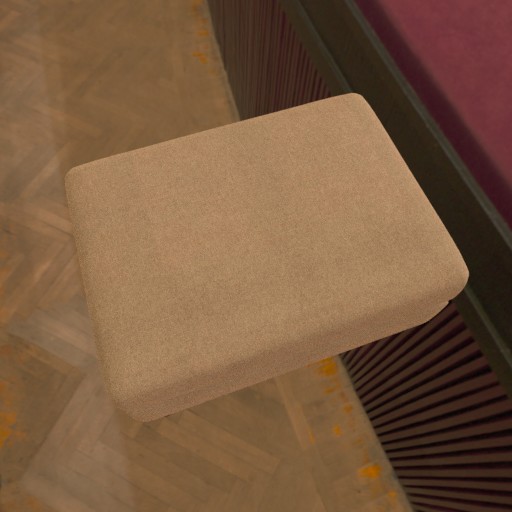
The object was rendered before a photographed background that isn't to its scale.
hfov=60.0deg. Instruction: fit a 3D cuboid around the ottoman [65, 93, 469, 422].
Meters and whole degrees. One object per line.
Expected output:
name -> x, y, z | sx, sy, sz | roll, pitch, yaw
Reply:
ottoman -> 0.000, 0.000, 1.199 | 0.823, 0.478, 0.610 | -17, 65, -8
